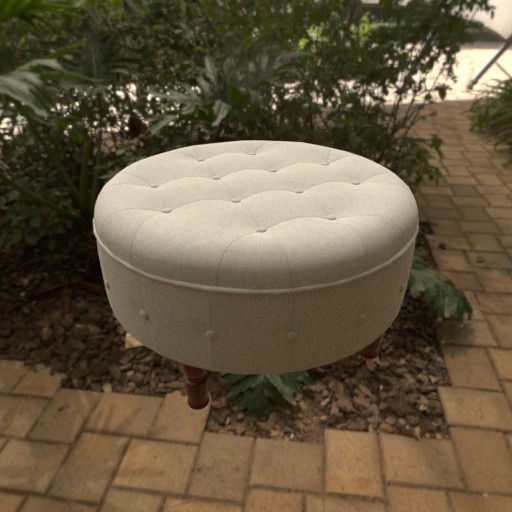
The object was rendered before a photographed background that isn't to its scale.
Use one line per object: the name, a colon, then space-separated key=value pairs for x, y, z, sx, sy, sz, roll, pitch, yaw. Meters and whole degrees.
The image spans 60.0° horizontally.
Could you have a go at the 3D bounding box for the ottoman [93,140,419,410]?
ottoman: x=0.000 y=0.000 z=1.293 sx=0.850 sy=0.483 sz=0.850 roll=0 pitch=30 yaw=0
